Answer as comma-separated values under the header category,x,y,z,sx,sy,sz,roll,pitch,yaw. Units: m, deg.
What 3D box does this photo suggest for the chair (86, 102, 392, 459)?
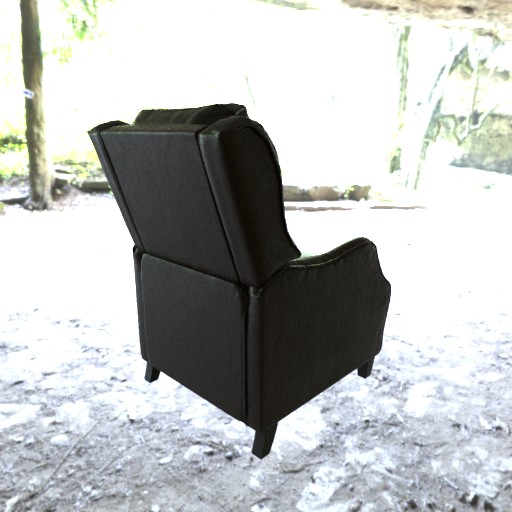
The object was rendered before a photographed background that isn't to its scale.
category,x,y,z,sx,sy,sz,roll,pitch,yaw
chair,0.000,0.000,1.792,0.770,1.132,0.982,15,21,42
